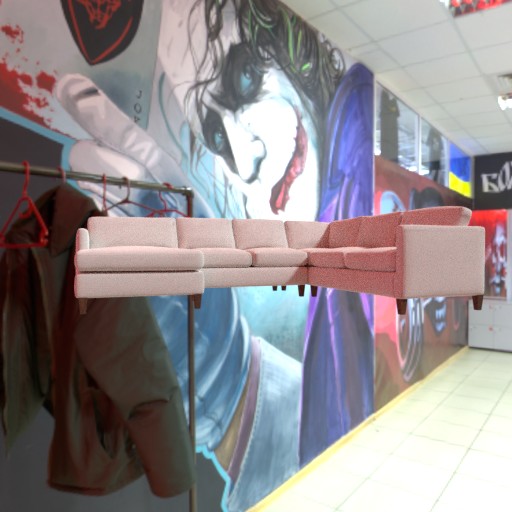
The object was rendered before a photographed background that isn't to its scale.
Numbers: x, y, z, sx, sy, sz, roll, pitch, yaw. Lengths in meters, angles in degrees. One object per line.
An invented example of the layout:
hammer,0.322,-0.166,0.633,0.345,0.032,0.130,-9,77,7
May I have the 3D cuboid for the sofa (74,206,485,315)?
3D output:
sofa,0.000,0.000,4.527,3.459,0.956,2.593,0,1,-20
